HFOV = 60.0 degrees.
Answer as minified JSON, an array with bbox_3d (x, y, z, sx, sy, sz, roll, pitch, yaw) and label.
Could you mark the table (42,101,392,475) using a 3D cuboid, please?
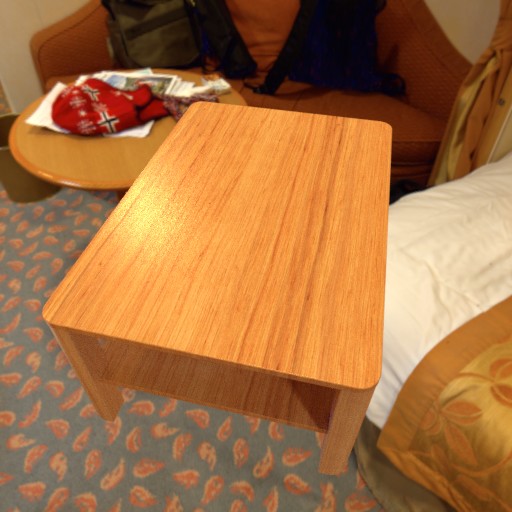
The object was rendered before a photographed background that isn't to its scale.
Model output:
[{"bbox_3d":[0.000,0.000,1.346,0.696,0.445,0.997,10,46,9],"label":"table"}]
